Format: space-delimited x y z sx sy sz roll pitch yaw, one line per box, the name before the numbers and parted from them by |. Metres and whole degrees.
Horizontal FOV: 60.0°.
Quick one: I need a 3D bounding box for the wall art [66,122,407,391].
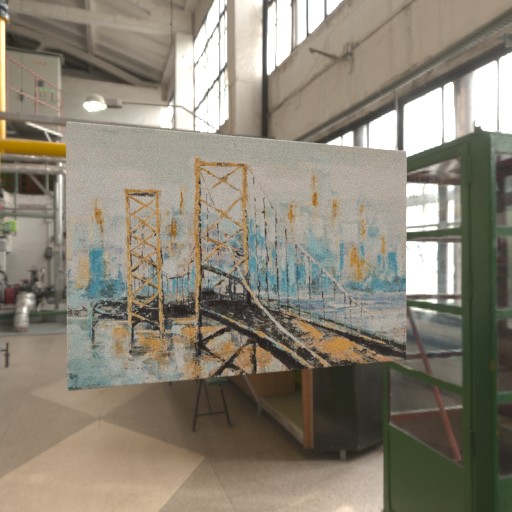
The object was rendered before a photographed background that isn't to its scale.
wall art | 0.000 0.000 1.162 0.913 0.609 0.038 0 1 -19
